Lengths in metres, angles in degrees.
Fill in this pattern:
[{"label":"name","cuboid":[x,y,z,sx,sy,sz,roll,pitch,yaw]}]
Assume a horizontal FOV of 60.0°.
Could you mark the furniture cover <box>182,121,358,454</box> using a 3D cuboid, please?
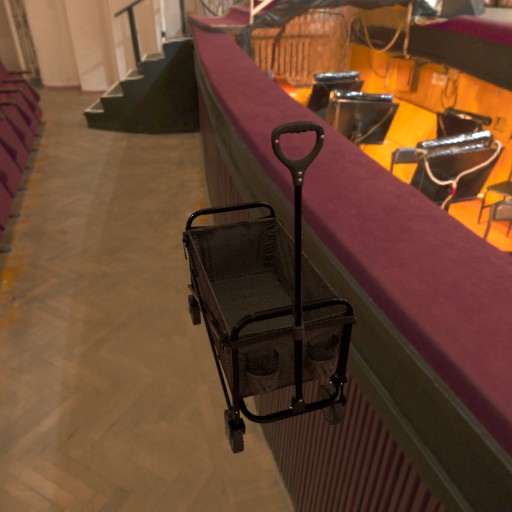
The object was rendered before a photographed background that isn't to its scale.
[{"label":"furniture cover","cuboid":[0.000,0.000,1.836,0.532,1.295,1.038,-10,33,-15]}]
